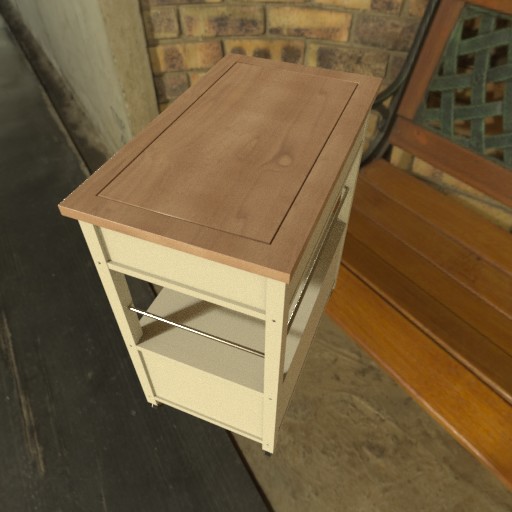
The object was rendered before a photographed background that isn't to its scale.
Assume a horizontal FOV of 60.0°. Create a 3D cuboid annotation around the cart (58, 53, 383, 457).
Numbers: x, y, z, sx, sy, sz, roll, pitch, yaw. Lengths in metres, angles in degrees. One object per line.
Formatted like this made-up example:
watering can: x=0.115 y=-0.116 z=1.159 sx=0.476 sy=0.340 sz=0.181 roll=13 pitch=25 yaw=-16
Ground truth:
cart: x=0.000 y=0.000 z=1.358 sx=0.459 sy=0.901 sz=0.840 roll=16 pitch=48 yaw=15
